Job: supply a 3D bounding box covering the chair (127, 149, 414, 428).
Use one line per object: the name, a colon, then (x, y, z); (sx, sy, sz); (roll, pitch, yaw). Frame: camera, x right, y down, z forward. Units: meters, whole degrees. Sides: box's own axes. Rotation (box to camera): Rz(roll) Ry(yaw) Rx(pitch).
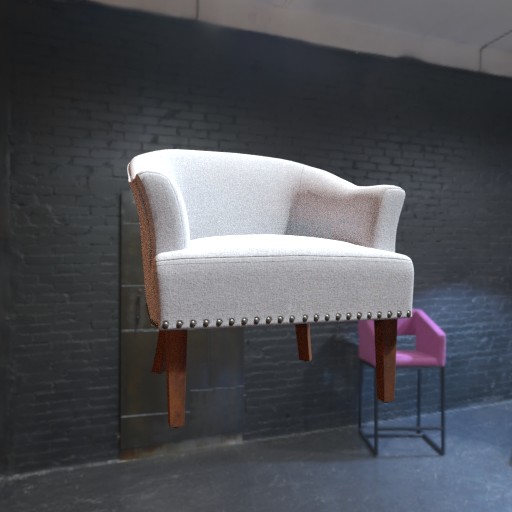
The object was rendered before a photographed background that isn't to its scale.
chair: (0.000, 0.000, 1.430); (0.798, 0.815, 0.704); (0, 0, -18)
